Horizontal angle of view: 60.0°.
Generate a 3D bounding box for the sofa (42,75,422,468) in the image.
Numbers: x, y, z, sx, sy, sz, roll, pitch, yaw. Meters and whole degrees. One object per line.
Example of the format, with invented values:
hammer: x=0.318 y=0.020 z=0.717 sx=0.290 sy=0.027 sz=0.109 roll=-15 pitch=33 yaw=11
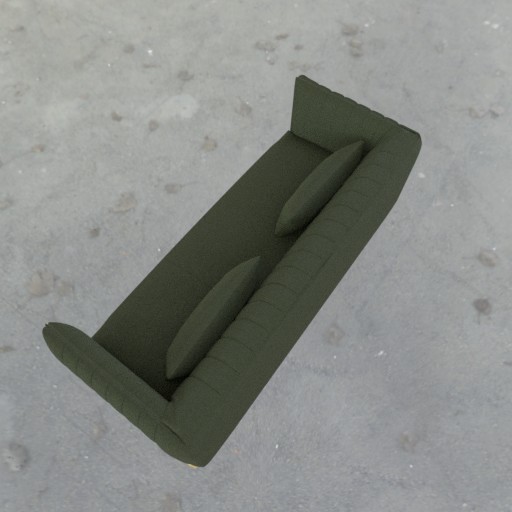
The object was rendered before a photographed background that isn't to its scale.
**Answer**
sofa: x=0.000 y=0.000 z=2.532 sx=0.896 sy=0.793 sz=2.137 roll=33 pitch=66 yaw=17
